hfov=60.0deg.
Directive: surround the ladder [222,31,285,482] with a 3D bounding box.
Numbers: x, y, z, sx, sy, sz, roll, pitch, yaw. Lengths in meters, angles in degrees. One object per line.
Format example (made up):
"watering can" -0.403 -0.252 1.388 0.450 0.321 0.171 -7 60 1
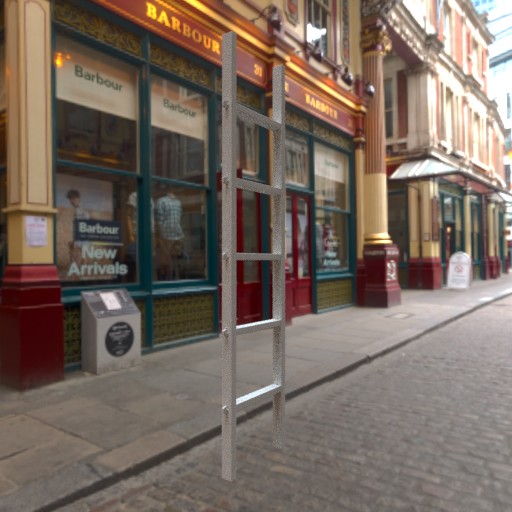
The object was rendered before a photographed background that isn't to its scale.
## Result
"ladder" 0.000 0.000 1.944 0.051 1.797 0.452 0 -1 36
